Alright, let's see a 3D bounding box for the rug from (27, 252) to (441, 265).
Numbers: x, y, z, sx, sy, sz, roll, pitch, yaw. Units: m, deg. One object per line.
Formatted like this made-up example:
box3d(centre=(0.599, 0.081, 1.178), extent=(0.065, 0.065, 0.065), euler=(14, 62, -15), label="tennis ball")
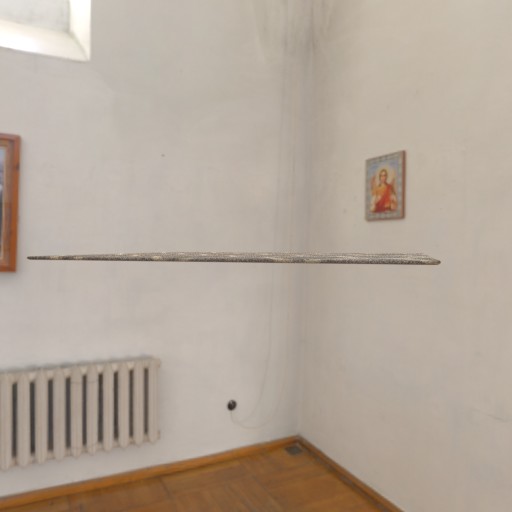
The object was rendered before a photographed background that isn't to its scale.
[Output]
box3d(centre=(0.000, 0.000, 4.109), extent=(3.000, 0.026, 2.399), euler=(0, 1, 18), label="rug")
